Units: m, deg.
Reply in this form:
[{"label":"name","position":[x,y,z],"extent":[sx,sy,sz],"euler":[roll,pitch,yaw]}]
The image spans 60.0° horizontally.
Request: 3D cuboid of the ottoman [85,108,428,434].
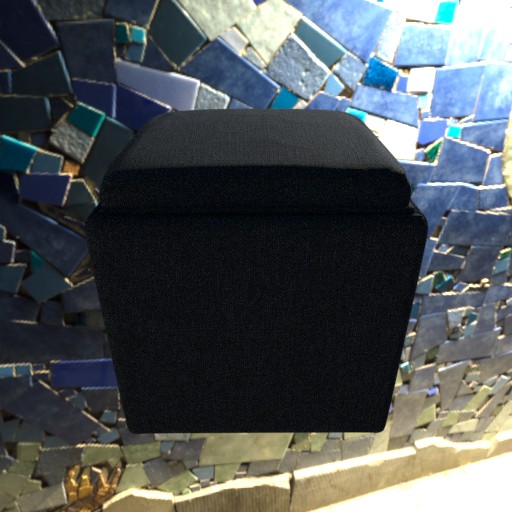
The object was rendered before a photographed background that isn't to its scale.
[{"label":"ottoman","position":[0.000,0.000,0.842],"extent":[0.454,0.493,0.436],"euler":[0,30,0]}]
